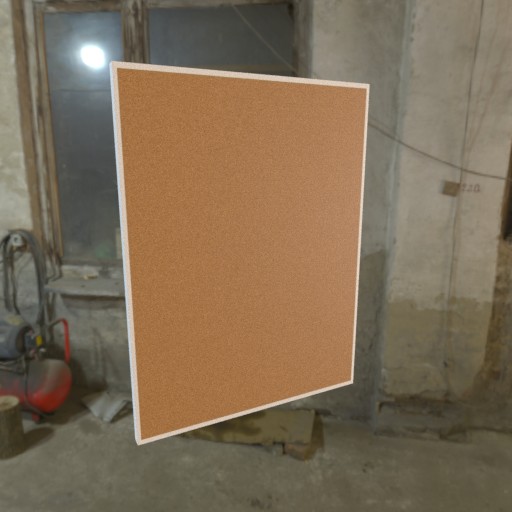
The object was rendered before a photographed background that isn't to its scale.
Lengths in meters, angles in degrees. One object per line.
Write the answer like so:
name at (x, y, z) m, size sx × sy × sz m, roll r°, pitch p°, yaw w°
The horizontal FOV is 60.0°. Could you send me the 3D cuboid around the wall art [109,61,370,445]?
wall art at (0.000, 0.000, 1.372) m, size 0.795 × 1.050 × 0.039 m, roll -7°, pitch 15°, yaw -26°
